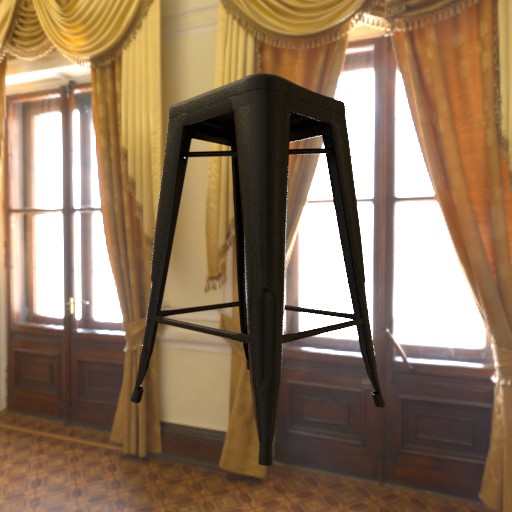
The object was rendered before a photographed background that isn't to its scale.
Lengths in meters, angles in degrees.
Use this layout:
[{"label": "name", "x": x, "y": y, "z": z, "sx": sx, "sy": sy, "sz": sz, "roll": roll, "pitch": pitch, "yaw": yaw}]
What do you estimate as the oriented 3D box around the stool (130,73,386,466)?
[{"label": "stool", "x": 0.000, "y": 0.000, "z": 0.903, "sx": 0.455, "sy": 0.609, "sz": 0.423, "roll": 1, "pitch": 2, "yaw": 34}]
